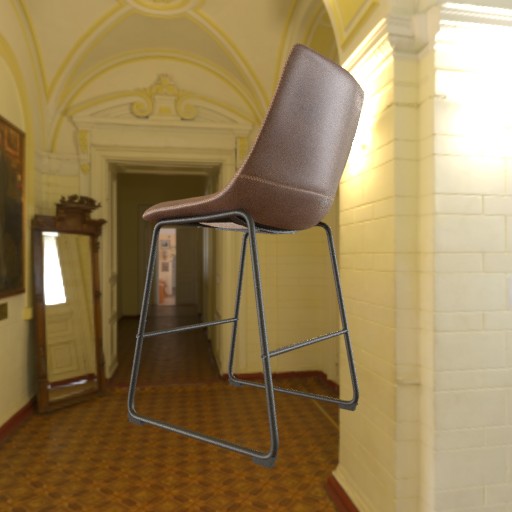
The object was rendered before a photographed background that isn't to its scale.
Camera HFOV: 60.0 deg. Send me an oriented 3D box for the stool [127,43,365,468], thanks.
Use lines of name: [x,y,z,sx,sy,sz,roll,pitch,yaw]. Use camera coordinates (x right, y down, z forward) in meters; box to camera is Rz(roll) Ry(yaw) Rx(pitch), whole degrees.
stool: [0.000,0.000,1.216,0.550,0.890,0.460,0,-1,36]
